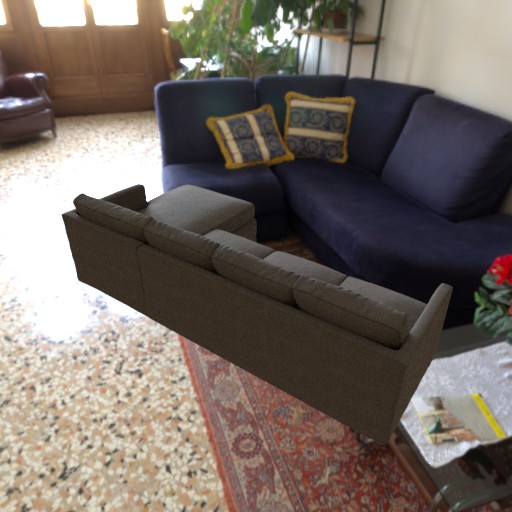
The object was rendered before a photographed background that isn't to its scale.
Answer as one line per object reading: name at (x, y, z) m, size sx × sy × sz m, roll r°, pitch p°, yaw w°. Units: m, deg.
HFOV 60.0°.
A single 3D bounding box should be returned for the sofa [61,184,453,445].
sofa at (0.000, 0.000, 3.896) m, size 3.205 × 0.922 × 1.650 m, roll 21°, pitch 37°, yaw 30°
